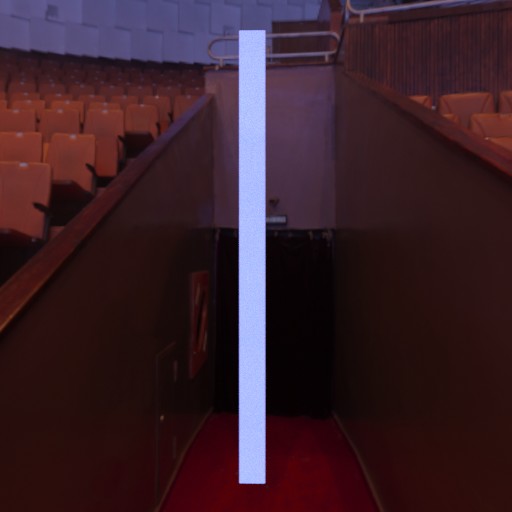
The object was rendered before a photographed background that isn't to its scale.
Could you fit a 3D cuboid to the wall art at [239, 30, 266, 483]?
[{"bbox_3d":[0.000,0.000,0.846,0.037,0.606,0.508,0,1,1],"label":"wall art"}]
